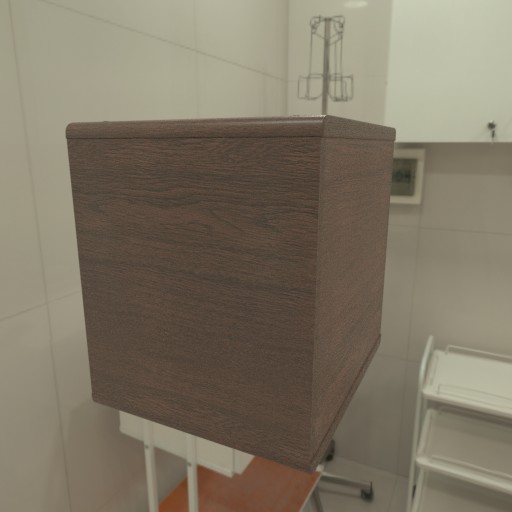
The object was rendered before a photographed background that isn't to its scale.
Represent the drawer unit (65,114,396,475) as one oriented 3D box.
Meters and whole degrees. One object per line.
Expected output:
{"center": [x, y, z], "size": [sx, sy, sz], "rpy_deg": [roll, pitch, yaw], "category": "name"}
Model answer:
{"center": [0.000, 0.000, 0.604], "size": [0.290, 0.344, 0.344], "rpy_deg": [7, 16, 25], "category": "drawer unit"}
